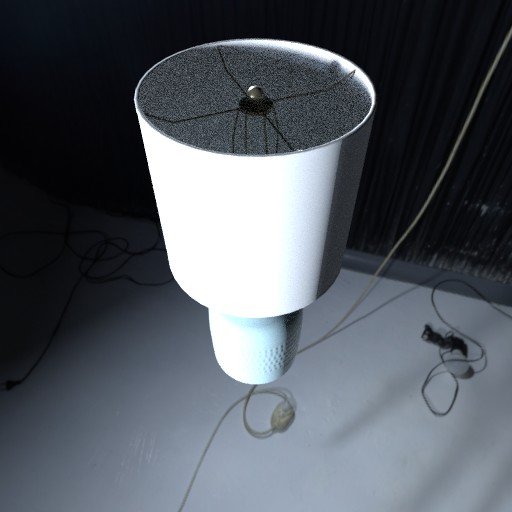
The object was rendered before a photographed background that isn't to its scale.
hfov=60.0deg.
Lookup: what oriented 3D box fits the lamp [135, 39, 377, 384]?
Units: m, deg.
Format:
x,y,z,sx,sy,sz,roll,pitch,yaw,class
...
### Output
x,y,z,sx,sy,sz,roll,pitch,yaw,class
0.000,0.000,1.094,0.418,0.871,0.418,12,49,11,lamp
